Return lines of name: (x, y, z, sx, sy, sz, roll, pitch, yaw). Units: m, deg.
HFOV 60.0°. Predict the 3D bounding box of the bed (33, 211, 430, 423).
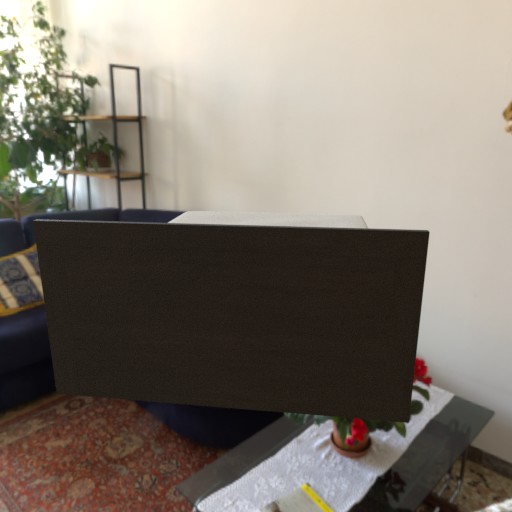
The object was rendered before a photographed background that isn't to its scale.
bed: (0.000, 0.000, 2.834, 1.585, 0.823, 2.073, 2, 16, 7)
